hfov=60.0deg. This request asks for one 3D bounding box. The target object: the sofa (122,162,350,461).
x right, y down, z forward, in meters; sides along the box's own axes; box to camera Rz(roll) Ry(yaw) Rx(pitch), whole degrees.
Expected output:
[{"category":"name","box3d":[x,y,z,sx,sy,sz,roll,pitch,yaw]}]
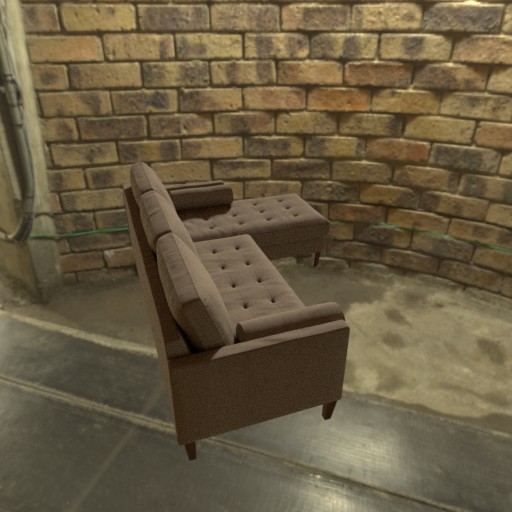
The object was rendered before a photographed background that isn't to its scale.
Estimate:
[{"category":"sofa","box3d":[0.000,0.000,2.957,1.506,0.875,2.178,-10,30,-17]}]
